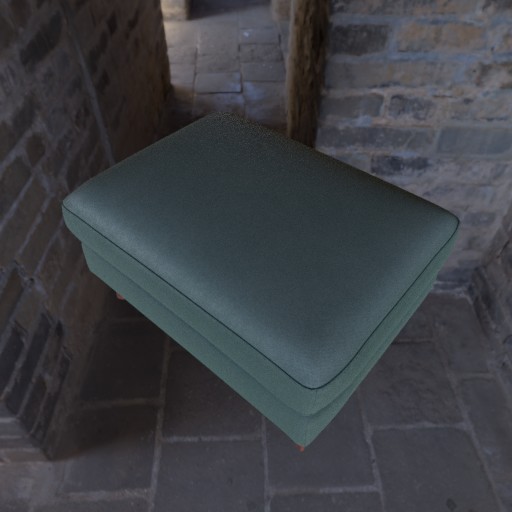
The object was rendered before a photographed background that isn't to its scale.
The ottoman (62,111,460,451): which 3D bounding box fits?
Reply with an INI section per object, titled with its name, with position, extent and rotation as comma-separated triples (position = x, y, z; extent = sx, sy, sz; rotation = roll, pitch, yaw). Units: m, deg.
[ottoman]
position = 0.000, 0.000, 1.171
extent = 0.811, 0.449, 0.608
rotation = 32, 54, 27
